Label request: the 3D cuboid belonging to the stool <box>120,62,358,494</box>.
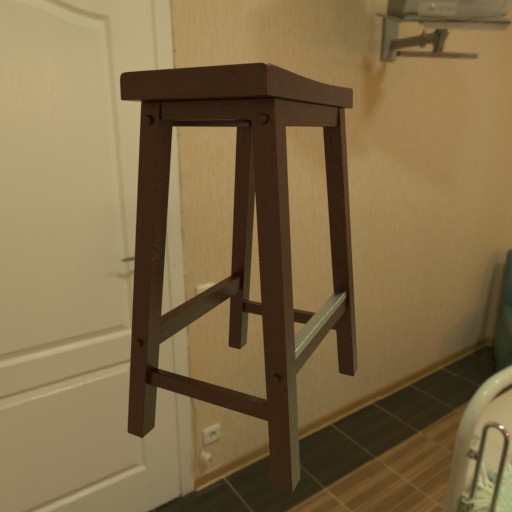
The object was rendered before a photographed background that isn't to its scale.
[{"bbox_3d":[0.000,0.000,0.829,0.322,0.610,0.406,8,18,25],"label":"stool"}]
